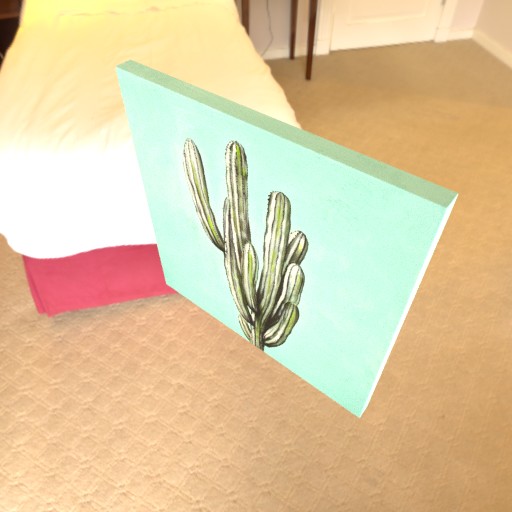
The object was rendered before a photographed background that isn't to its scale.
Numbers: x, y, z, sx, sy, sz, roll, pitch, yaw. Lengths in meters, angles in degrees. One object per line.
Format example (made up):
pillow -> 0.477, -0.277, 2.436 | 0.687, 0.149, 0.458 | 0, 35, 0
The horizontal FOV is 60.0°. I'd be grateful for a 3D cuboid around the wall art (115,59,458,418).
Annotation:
wall art -> 0.000, 0.000, 0.879 | 0.603, 0.603, 0.036 | 30, 54, 25
